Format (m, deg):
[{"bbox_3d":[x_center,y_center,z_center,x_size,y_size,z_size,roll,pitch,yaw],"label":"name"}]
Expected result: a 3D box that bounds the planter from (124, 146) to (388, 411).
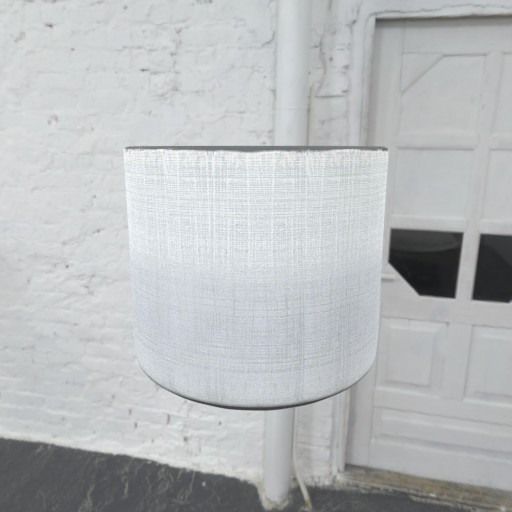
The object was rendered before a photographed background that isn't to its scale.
[{"bbox_3d":[0.000,0.000,0.460,0.254,0.221,0.254,0,14,0],"label":"planter"}]
